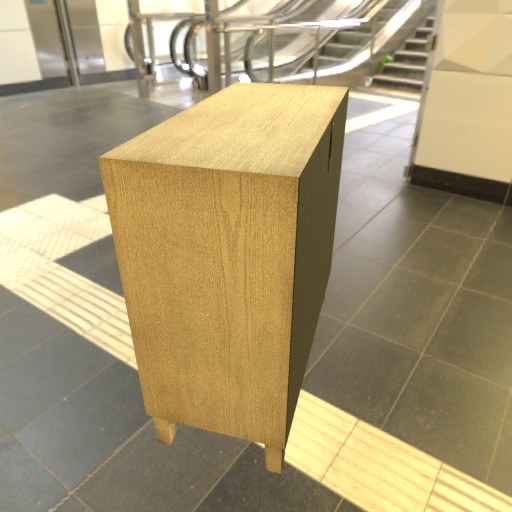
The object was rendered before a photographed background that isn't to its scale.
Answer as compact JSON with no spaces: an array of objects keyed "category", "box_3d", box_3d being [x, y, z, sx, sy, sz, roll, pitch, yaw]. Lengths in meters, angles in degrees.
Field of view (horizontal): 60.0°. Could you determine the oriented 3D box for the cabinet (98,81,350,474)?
[{"category":"cabinet","box_3d":[0.000,0.000,1.248,0.370,0.787,0.781,8,32,14]}]
